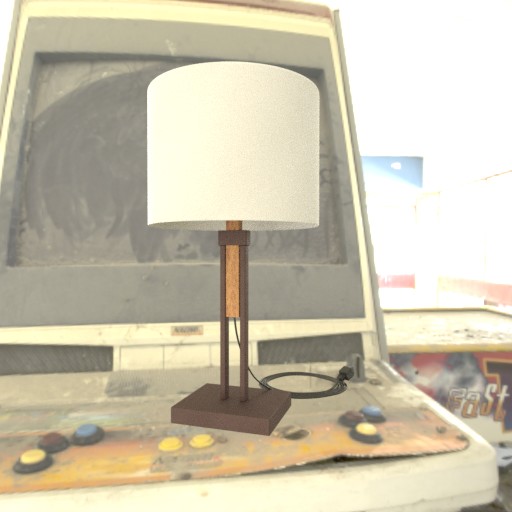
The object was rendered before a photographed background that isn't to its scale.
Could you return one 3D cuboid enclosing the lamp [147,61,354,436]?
[{"bbox_3d":[0.000,0.000,1.010,0.396,0.668,0.525,0,0,18],"label":"lamp"}]
